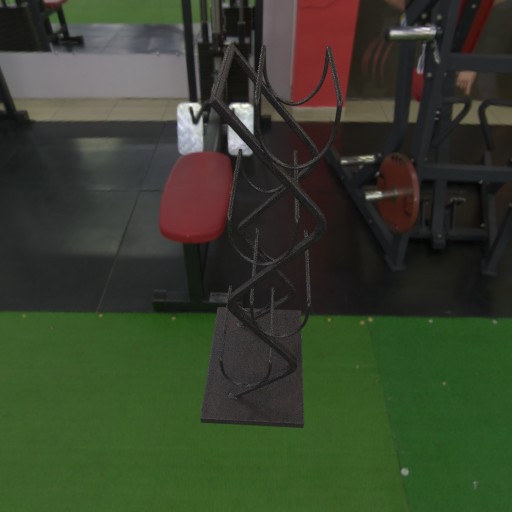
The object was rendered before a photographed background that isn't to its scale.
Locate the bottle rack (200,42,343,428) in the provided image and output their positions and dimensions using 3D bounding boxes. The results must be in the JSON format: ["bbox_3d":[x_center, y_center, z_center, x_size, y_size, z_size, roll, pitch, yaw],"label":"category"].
[{"bbox_3d":[0.000,0.000,0.674,0.178,0.559,0.254,2,42,2],"label":"bottle rack"}]
